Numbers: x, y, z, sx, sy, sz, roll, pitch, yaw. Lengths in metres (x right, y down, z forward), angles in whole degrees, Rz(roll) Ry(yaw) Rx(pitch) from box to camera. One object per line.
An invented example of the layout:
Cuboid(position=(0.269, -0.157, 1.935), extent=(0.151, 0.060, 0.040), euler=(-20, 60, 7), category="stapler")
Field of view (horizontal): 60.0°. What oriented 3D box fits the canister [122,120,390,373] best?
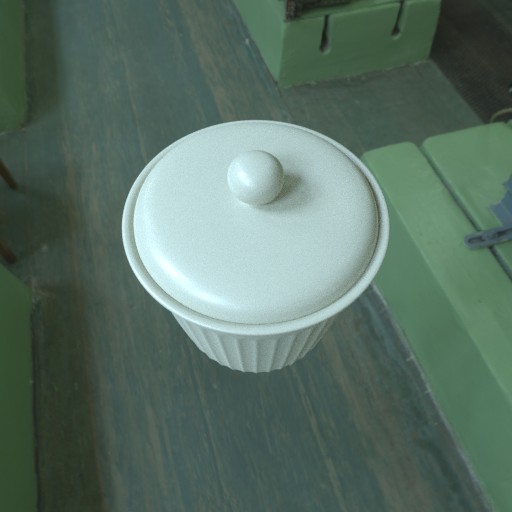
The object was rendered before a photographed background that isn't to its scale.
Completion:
Cuboid(position=(0.000, 0.000, 0.352), extent=(0.181, 0.211, 0.181), euler=(0, 58, 0), category="canister")
